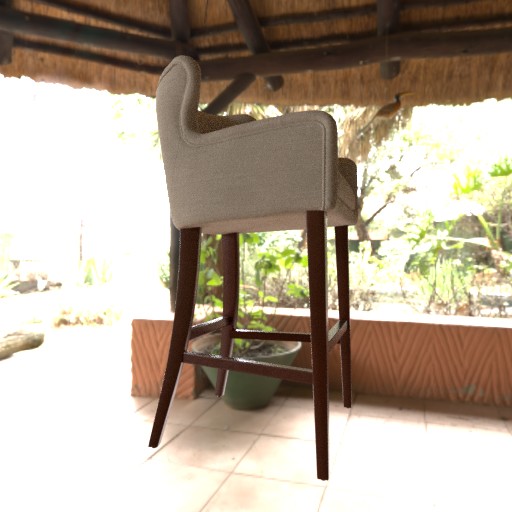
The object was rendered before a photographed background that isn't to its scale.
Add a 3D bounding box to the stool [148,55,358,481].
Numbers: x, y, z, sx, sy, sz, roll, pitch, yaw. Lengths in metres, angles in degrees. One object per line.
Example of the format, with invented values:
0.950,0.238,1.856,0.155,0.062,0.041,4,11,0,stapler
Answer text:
0.000,0.000,1.344,0.563,1.034,0.556,0,0,18,stool
